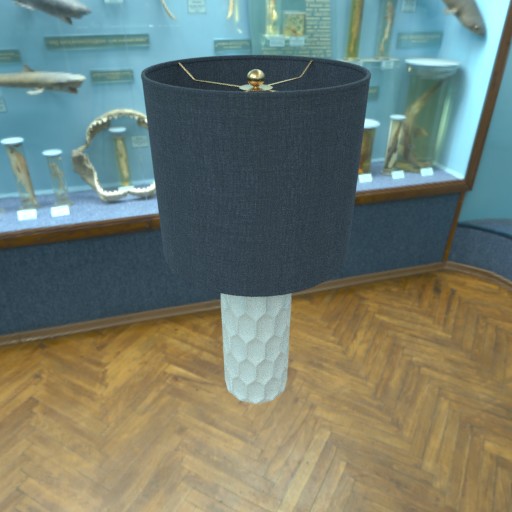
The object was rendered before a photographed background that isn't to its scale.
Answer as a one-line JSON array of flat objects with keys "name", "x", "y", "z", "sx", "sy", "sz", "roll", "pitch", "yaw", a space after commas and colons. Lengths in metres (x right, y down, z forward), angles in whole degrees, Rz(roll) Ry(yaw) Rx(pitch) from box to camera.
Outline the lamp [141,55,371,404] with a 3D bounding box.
[{"name": "lamp", "x": 0.000, "y": 0.000, "z": 0.684, "sx": 0.277, "sy": 0.537, "sz": 0.277, "roll": -8, "pitch": 32, "yaw": -13}]
